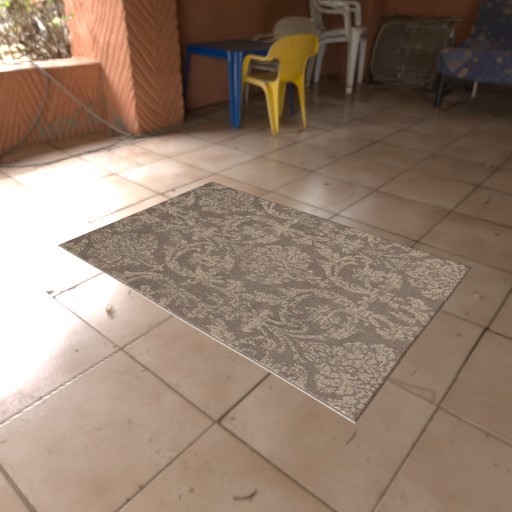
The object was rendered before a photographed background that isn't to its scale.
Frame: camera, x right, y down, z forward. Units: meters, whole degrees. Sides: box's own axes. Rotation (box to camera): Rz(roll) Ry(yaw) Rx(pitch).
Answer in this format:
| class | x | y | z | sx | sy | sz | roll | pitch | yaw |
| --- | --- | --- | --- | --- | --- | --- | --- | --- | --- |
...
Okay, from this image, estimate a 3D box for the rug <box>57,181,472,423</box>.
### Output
| class | x | y | z | sx | sy | sz | roll | pitch | yaw |
| --- | --- | --- | --- | --- | --- | --- | --- | --- | --- |
| rug | 0.000 | 0.000 | 2.325 | 1.824 | 0.012 | 1.206 | 23 | 38 | 33 |
